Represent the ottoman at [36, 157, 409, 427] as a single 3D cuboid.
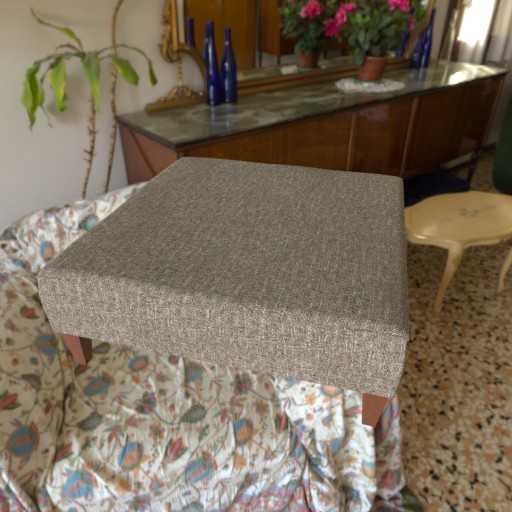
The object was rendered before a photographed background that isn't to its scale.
[{"bbox_3d":[0.000,0.000,1.563,0.981,0.379,1.016,8,32,13],"label":"ottoman"}]
